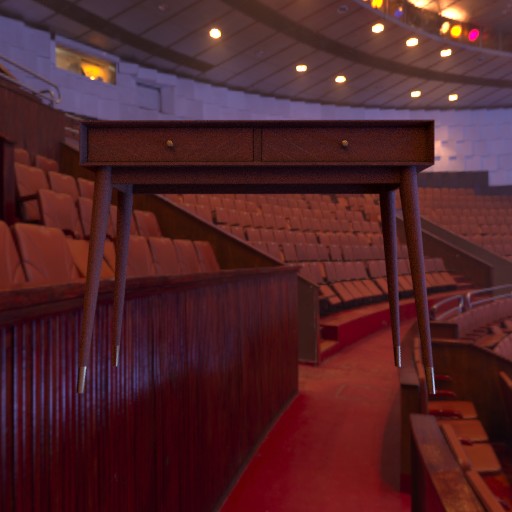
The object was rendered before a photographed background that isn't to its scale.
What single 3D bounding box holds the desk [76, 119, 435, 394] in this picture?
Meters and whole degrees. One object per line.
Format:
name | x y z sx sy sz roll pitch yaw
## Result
desk | 0.000 0.000 1.666 1.204 0.917 0.384 0 0 0
